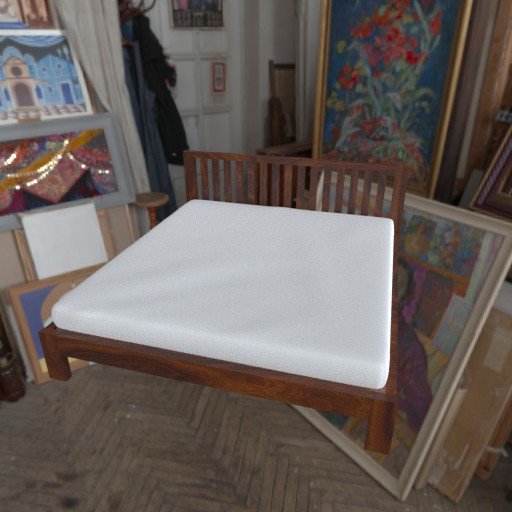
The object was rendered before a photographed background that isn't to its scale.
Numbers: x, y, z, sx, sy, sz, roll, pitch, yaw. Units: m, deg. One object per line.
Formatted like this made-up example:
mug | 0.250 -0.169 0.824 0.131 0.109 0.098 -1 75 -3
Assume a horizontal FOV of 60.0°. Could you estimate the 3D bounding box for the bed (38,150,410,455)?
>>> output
bed | 0.000 0.000 3.019 1.905 0.890 2.030 7 27 15
